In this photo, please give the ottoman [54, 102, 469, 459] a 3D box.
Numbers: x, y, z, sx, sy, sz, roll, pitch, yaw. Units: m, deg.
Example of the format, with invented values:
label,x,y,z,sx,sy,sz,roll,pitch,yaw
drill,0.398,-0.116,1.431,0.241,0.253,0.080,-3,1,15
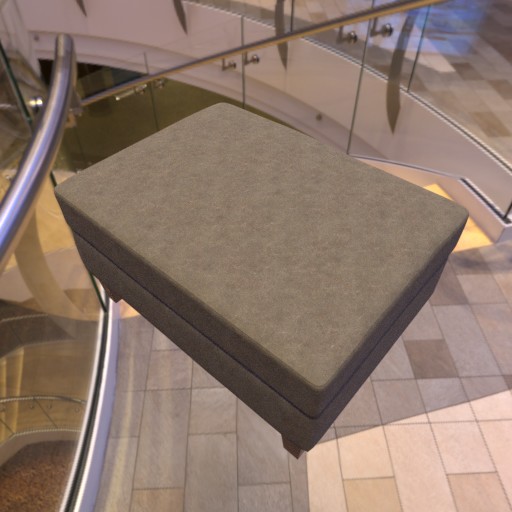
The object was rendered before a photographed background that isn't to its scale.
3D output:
label,x,y,z,sx,sy,sz,roll,pitch,yaw
ottoman,0.000,0.000,1.228,0.839,0.464,0.639,32,54,27
